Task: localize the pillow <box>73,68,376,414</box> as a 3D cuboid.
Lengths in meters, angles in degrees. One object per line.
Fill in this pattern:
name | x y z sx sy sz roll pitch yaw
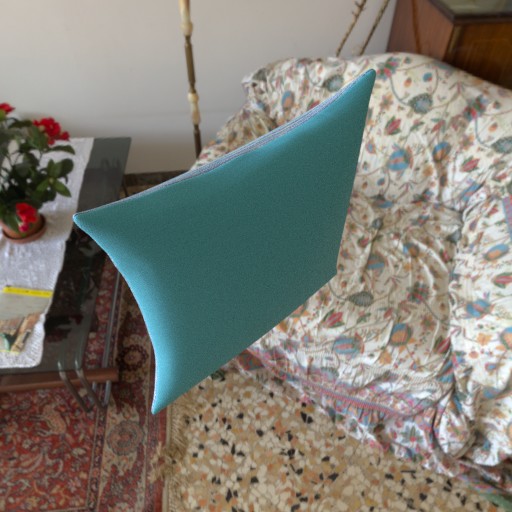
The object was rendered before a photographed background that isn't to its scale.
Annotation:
pillow | 0.000 0.000 0.758 0.514 0.497 0.150 -33 55 -27
